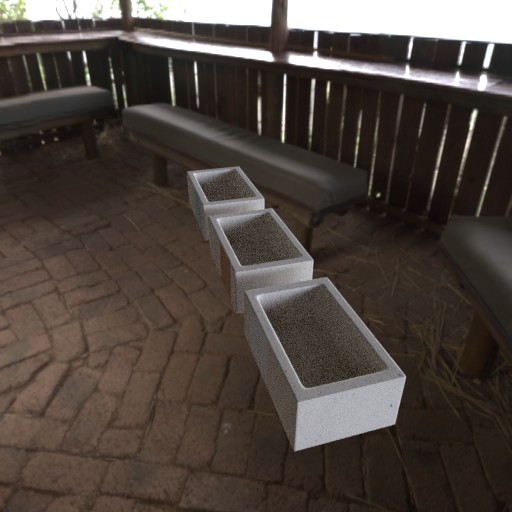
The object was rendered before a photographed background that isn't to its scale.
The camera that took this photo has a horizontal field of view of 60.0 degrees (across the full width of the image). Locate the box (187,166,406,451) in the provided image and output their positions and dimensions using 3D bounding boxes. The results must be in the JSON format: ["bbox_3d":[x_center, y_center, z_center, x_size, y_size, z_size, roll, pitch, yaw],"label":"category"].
[{"bbox_3d":[0.000,0.000,0.502,0.082,0.051,0.461,-9,31,-14],"label":"box"}]
